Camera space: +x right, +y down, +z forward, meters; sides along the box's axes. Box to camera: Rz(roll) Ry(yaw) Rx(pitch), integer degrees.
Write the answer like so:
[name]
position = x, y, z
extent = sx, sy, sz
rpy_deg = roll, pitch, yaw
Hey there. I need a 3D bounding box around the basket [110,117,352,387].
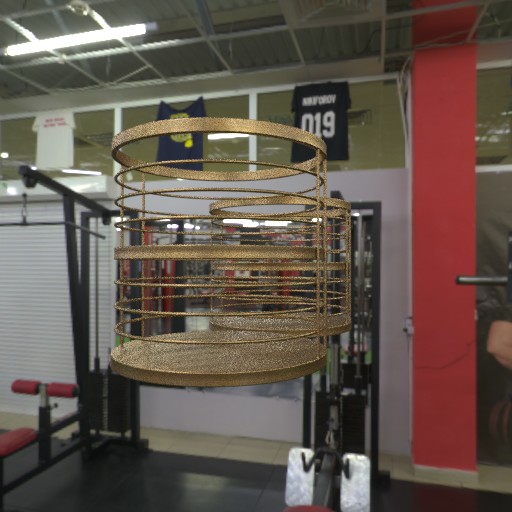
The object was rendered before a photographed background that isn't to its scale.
[basket]
position = 0.000, 0.000, 0.938
extent = 0.356, 0.351, 0.746
rpy_deg = 0, -1, 18
